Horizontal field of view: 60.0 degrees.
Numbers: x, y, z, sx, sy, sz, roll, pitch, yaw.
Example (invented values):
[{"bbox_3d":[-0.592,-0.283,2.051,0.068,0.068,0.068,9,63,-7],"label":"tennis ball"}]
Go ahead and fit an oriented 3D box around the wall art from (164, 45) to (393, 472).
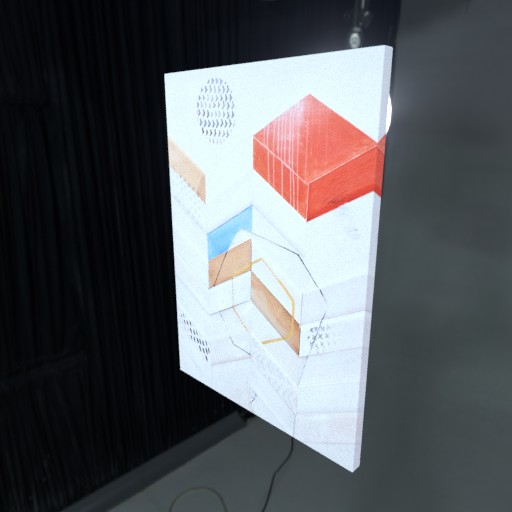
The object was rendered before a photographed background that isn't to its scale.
[{"bbox_3d":[0.000,0.000,1.055,0.613,0.848,0.036,15,22,42],"label":"wall art"}]
